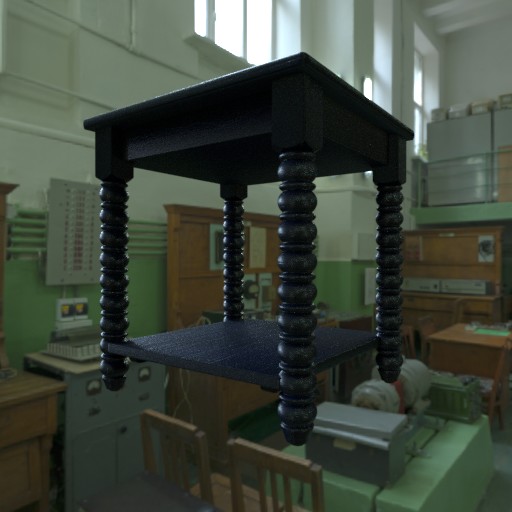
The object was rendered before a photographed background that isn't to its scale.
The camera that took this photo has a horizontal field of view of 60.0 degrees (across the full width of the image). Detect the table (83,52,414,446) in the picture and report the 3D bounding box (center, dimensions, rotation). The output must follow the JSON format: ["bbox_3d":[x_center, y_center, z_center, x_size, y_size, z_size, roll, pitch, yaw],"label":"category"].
[{"bbox_3d":[0.000,0.000,0.965,0.533,0.567,0.500,0,0,36],"label":"table"}]
